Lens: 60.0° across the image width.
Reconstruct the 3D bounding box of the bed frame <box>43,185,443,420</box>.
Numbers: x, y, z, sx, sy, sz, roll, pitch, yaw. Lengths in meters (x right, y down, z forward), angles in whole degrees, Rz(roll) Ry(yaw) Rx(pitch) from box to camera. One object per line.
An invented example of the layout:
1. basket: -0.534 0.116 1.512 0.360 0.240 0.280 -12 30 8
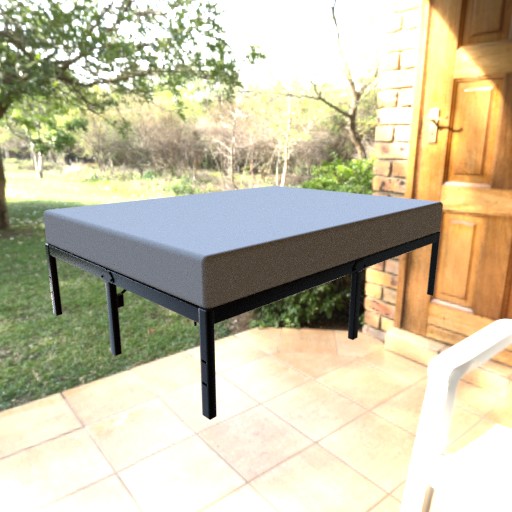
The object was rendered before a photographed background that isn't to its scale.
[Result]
1. bed frame: 0.000 0.000 2.880 1.557 0.659 2.072 14 20 43
